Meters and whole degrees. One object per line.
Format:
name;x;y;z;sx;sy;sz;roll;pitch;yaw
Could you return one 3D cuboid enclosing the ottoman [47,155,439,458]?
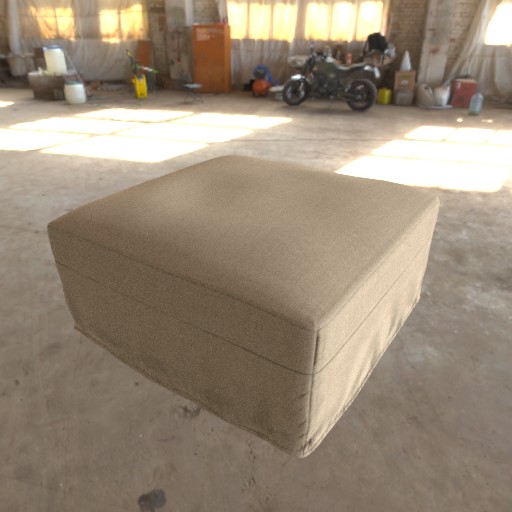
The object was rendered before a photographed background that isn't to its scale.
ottoman;0.000;0.000;1.348;0.843;0.436;0.840;18;33;30
